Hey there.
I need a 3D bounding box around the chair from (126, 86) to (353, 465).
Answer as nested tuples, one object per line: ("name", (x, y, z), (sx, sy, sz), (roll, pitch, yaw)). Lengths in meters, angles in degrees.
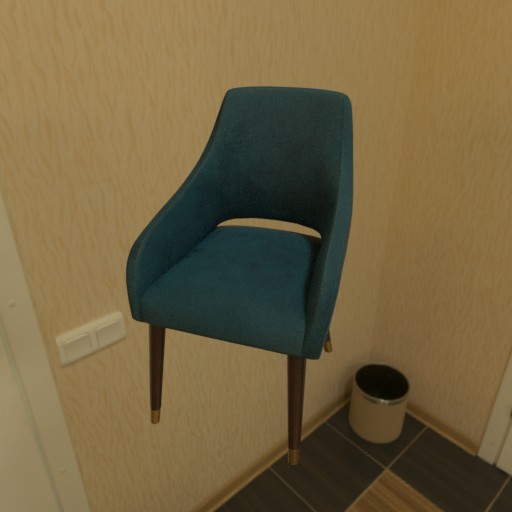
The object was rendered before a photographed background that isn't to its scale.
("chair", (0.000, 0.000, 1.626), (0.683, 1.081, 0.794), (9, 29, 17))
